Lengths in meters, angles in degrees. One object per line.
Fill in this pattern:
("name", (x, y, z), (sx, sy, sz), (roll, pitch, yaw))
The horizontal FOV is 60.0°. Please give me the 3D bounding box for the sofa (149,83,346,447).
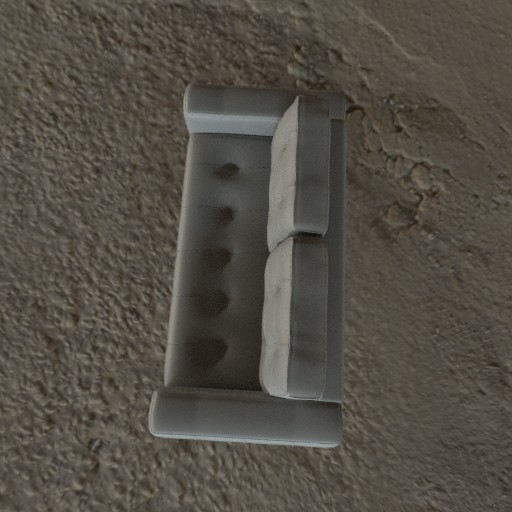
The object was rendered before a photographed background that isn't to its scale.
("sofa", (0.000, 0.000, 2.237), (0.833, 0.893, 1.726), (3, 76, 1))
